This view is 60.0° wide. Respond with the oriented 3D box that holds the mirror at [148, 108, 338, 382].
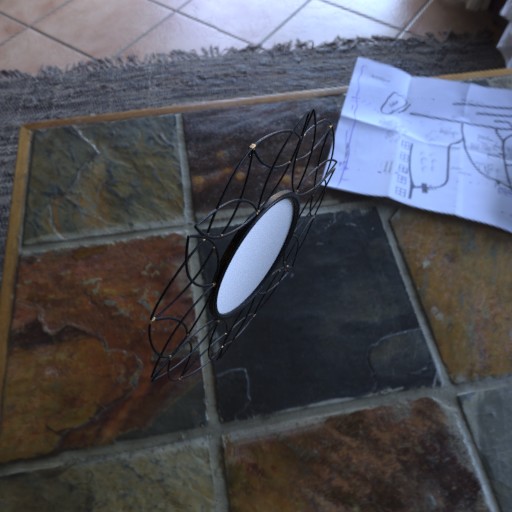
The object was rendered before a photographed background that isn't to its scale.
[{"bbox_3d":[0.000,0.000,1.150,0.028,0.775,0.797,32,64,18],"label":"mirror"}]
